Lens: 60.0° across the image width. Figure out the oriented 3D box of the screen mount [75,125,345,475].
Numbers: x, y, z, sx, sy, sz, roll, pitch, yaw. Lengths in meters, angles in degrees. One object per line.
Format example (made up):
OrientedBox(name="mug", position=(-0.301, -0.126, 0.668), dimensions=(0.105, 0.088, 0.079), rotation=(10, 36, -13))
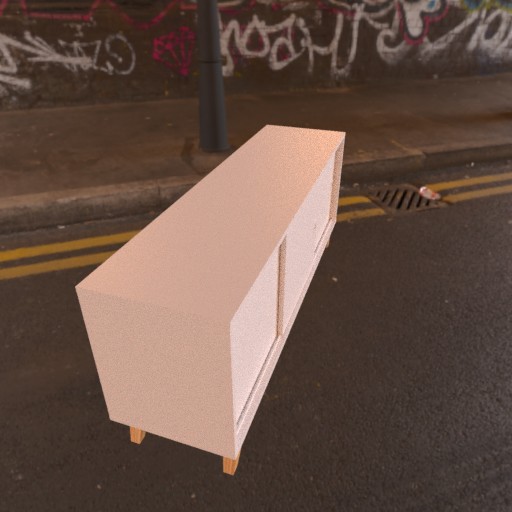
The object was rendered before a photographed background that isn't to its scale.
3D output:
OrientedBox(name="screen mount", position=(0.000, 0.000, 1.767), dimensions=(0.400, 0.619, 1.490), rotation=(10, 33, 16))
